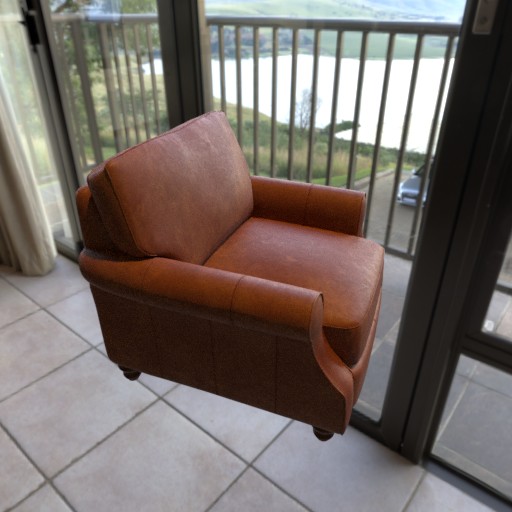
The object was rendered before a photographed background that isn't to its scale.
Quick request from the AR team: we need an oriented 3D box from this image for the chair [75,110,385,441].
[{"bbox_3d":[0.000,0.000,1.747,0.986,0.962,0.983,11,32,18],"label":"chair"}]
